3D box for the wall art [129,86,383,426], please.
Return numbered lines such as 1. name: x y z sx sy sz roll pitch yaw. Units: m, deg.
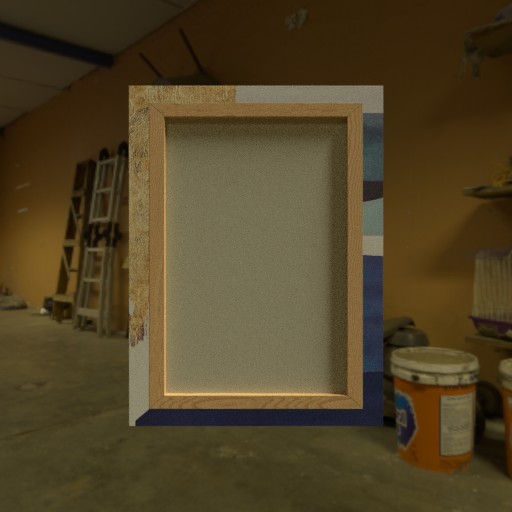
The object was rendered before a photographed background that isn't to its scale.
1. wall art: 0.000 0.000 0.811 0.458 0.613 0.026 0 0 0
